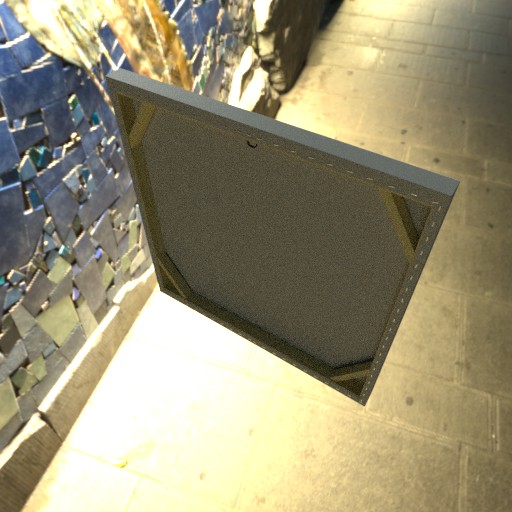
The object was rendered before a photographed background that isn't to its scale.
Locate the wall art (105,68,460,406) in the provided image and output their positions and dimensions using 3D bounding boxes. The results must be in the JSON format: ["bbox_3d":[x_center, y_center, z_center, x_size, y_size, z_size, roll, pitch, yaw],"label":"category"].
[{"bbox_3d":[0.000,0.000,0.902,0.610,0.610,0.038,25,52,22],"label":"wall art"}]
